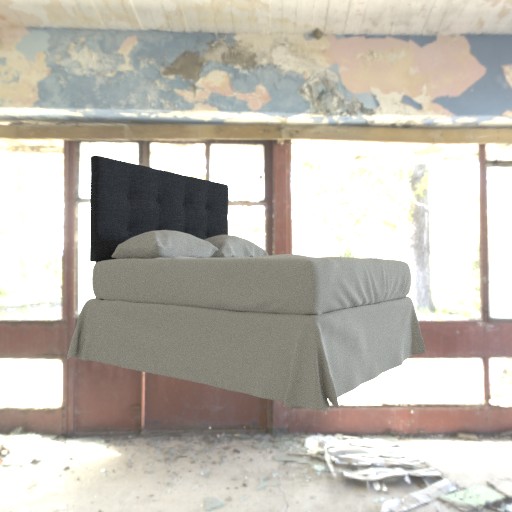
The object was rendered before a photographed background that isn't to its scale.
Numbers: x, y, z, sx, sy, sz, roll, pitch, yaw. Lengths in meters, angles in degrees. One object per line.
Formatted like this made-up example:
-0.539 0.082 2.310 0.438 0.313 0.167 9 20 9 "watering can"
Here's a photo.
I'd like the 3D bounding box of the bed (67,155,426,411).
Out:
0.000 0.000 3.523 2.222 1.577 1.936 -1 -1 36 "bed"
